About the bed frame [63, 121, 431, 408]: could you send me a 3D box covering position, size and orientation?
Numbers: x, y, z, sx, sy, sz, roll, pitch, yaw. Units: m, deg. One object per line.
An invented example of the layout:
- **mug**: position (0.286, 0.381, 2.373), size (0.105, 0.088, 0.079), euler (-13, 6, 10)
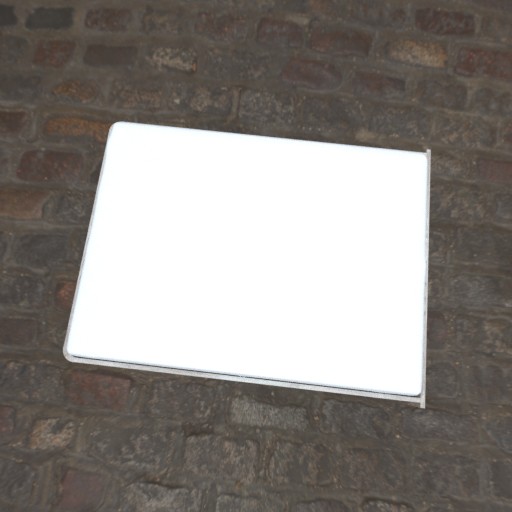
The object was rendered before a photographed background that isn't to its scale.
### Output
- **bed frame**: position (0.000, 0.000, 2.637), size (1.950, 0.462, 1.490), euler (6, 76, 2)
